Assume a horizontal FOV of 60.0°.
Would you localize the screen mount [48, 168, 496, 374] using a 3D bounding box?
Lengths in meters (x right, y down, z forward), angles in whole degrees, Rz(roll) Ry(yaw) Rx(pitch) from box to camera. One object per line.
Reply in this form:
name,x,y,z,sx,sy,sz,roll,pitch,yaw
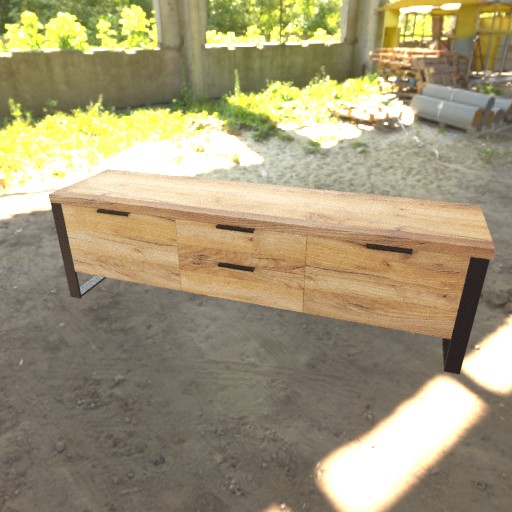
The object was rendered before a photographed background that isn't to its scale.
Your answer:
screen mount,0.000,0.000,1.701,1.524,0.450,0.395,8,28,16
